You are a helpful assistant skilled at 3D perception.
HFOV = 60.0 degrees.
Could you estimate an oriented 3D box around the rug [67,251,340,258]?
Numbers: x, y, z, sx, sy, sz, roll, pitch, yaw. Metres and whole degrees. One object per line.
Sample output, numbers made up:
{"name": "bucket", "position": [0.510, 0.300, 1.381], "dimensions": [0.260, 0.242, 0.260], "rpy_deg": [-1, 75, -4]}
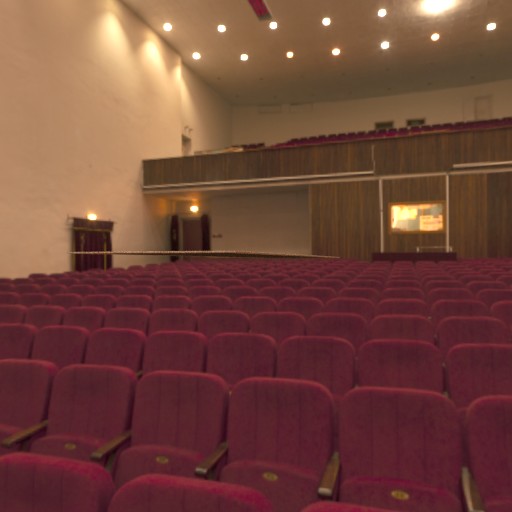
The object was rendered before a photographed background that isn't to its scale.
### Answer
{"name": "rug", "position": [0.000, 0.000, 2.715], "dimensions": [0.688, 0.005, 2.437], "rpy_deg": [0, -1, 19]}
